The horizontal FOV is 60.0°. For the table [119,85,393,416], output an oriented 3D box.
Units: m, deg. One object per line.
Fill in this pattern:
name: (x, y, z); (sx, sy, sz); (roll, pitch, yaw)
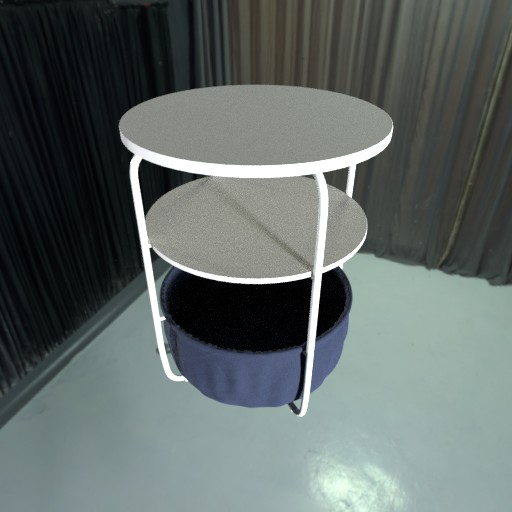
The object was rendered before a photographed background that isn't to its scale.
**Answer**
table: (0.000, 0.000, 0.845); (0.418, 0.532, 0.418); (11, 35, 16)
